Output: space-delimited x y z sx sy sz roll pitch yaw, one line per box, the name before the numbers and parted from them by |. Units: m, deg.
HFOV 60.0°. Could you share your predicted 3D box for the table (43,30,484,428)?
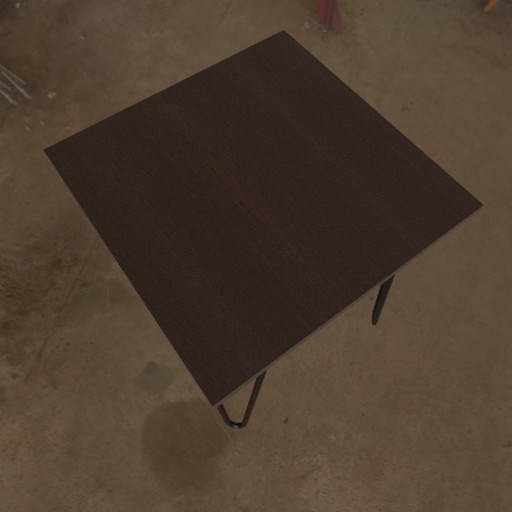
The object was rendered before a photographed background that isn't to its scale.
table | 0.000 0.000 0.946 0.495 0.559 0.495 -33 68 -15
